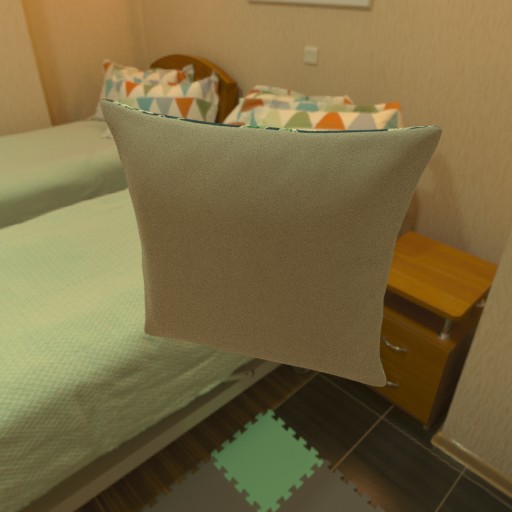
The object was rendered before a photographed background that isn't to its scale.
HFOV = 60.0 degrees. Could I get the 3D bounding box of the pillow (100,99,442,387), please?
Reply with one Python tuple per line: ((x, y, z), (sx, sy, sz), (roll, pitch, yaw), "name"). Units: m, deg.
((0.000, 0.000, 0.791), (0.525, 0.508, 0.166), (9, 33, 14), "pillow")
